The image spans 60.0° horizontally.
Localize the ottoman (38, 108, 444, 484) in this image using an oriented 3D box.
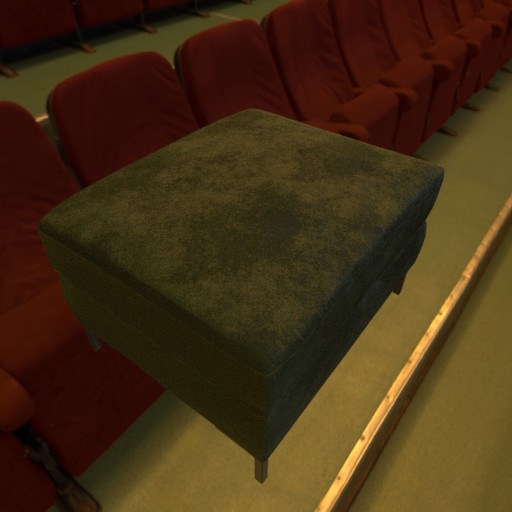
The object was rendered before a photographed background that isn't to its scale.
[{"bbox_3d":[0.000,0.000,1.262,0.701,0.538,0.839,27,48,27],"label":"ottoman"}]
